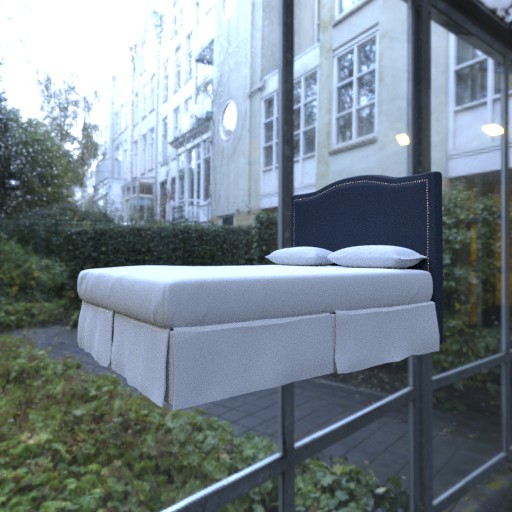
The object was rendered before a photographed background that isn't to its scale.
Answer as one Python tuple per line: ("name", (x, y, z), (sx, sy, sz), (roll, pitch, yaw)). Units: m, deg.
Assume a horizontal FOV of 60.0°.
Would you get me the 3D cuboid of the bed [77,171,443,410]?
("bed", (0.000, 0.000, 3.406), (2.282, 1.436, 1.821), (0, 0, -35))
